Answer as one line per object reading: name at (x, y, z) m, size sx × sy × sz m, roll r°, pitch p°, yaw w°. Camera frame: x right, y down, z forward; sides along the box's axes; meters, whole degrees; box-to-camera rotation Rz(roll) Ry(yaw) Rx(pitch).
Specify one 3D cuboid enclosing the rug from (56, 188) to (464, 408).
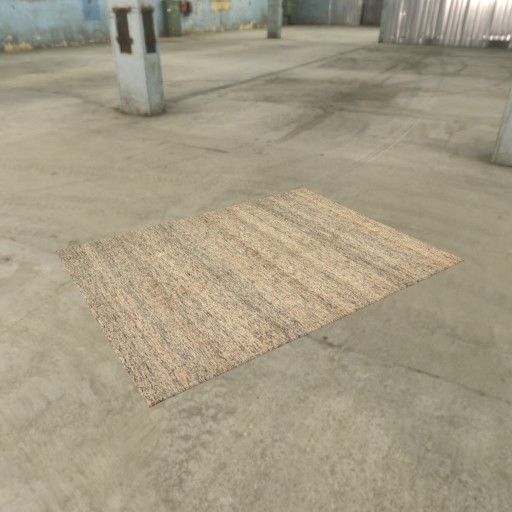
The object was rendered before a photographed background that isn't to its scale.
rug at (0.000, 0.000, 4.339) m, size 3.199 × 0.036 × 2.414 m, roll -18°, pitch 34°, yaw -29°
